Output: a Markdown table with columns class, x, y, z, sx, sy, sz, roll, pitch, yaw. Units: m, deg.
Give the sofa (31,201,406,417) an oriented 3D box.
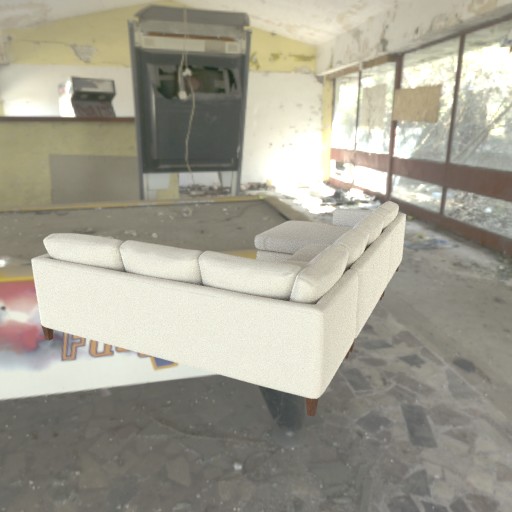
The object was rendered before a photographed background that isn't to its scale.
| class | x | y | z | sx | sy | sz | roll | pitch | yaw |
| --- | --- | --- | --- | --- | --- | --- | --- | --- | --- |
| sofa | 0.000 | 0.000 | 4.706 | 2.593 | 0.956 | 3.459 | 8 | 18 | 25 |
